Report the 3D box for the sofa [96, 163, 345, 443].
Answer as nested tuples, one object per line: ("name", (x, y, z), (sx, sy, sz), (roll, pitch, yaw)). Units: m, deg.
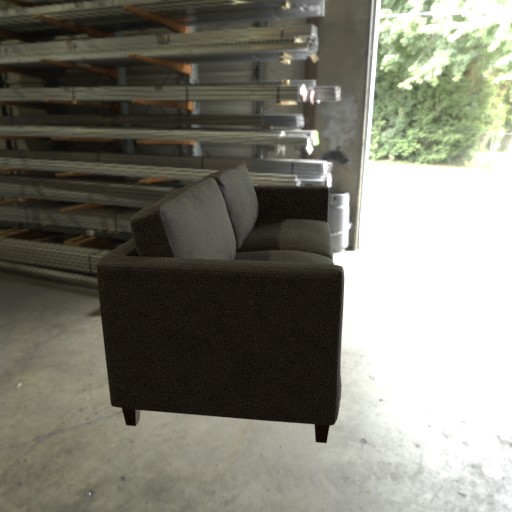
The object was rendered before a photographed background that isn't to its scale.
("sofa", (0.000, 0.000, 2.690), (0.951, 0.965, 2.208), (2, 17, 7))
